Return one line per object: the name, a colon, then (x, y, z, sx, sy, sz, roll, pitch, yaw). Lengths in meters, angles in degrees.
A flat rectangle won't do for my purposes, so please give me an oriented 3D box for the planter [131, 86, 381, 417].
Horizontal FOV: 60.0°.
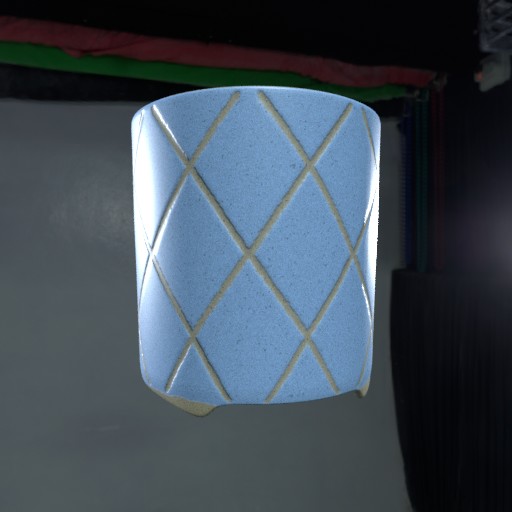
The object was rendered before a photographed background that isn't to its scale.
planter: (0.000, 0.000, 0.353, 0.191, 0.200, 0.191, 0, 0, 0)
